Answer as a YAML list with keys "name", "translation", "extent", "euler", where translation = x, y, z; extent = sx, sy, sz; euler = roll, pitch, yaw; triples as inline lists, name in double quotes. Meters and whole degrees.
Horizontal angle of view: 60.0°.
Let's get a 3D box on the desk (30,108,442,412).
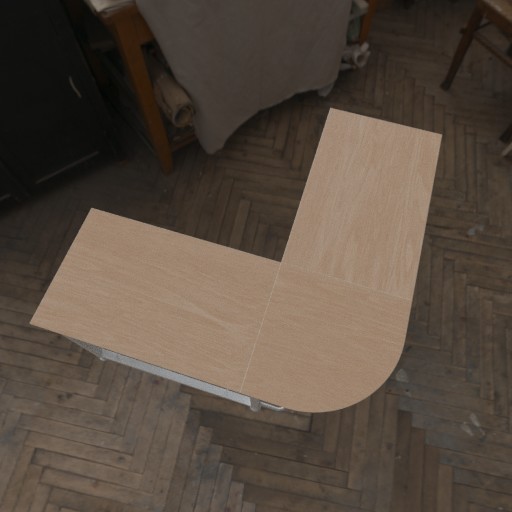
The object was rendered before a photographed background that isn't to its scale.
- name: "desk"
  translation: [0.000, 0.000, 2.252]
  extent: [1.400, 0.762, 1.400]
  euler: [16, 67, 7]
